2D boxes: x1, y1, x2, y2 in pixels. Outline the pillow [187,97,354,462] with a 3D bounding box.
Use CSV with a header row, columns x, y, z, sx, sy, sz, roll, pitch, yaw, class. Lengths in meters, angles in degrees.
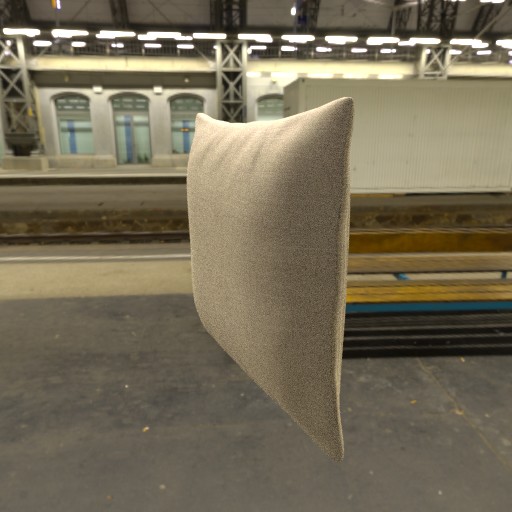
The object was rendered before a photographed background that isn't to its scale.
x,y,z,sx,sy,sz,roll,pitch,yaw,class
0.000,0.000,0.800,0.166,0.510,0.523,-8,17,-26,pillow
